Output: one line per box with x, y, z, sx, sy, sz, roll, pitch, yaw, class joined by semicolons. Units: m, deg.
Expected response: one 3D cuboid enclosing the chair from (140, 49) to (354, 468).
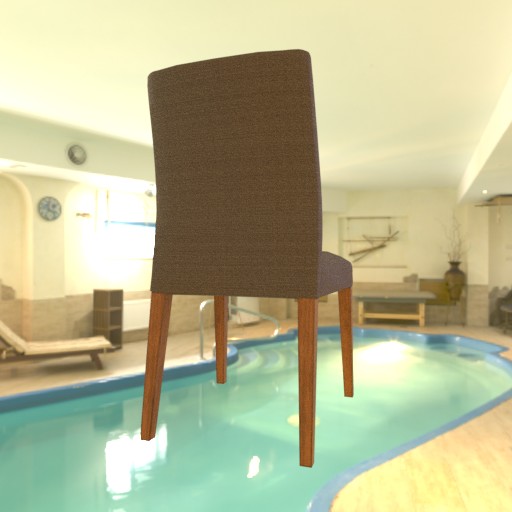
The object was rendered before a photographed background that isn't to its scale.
0.000;0.000;1.303;0.496;0.940;0.585;0;0;19;chair
